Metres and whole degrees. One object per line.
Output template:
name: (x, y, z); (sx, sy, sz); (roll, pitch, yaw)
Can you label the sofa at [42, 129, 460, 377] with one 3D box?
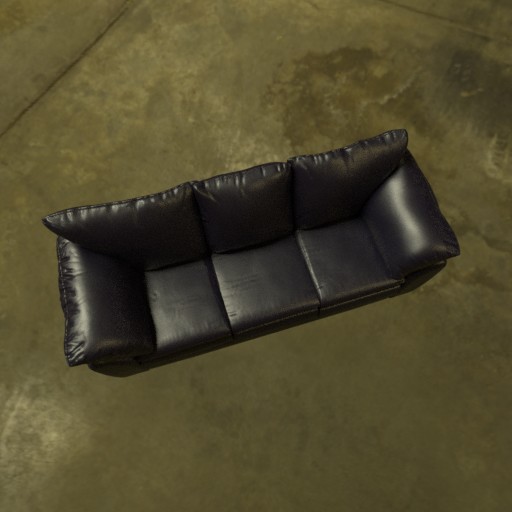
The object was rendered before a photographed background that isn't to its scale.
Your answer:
sofa: (0.000, 0.000, 2.831); (2.336, 1.073, 0.880); (-15, 65, -8)
